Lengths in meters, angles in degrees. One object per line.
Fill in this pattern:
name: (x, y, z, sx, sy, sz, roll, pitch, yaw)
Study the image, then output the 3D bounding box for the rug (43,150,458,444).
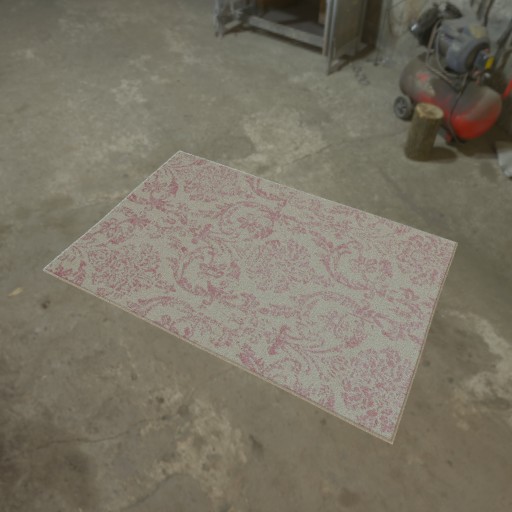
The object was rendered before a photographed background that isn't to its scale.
rug: (0.000, 0.000, 2.345, 1.839, 0.012, 1.219, 22, 51, 19)
